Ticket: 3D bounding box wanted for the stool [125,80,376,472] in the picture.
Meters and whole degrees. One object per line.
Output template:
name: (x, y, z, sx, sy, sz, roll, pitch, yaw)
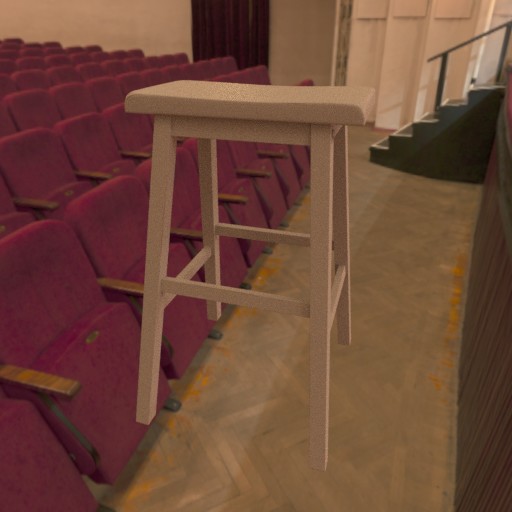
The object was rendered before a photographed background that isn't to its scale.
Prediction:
stool: (0.000, 0.000, 1.040, 0.457, 0.737, 0.476, 8, 28, 15)
